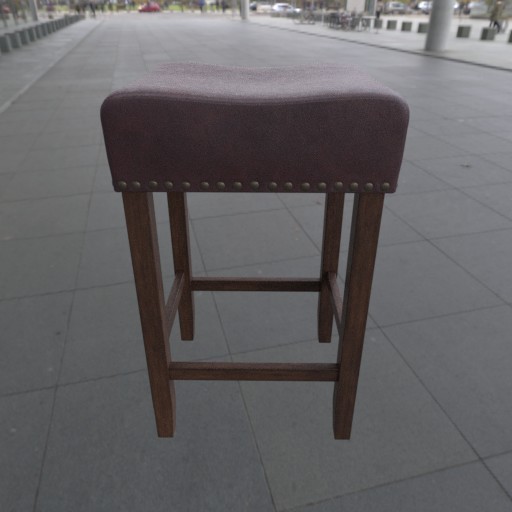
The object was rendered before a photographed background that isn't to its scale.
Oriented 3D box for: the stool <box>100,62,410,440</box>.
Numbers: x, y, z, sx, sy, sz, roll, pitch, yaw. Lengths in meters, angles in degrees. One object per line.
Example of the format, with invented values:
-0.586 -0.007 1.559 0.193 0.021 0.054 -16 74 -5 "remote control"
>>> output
0.000 0.000 0.999 0.465 0.769 0.401 0 30 1 "stool"
